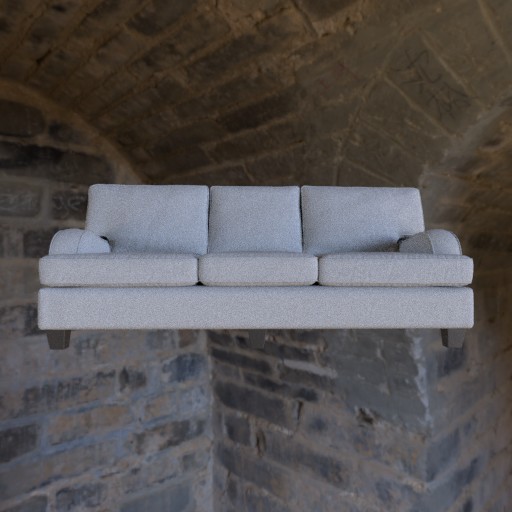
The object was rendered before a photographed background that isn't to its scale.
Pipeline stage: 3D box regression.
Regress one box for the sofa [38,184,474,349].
[{"bbox_3d":[0.000,0.000,2.803,2.323,0.997,1.016,0,-1,-1],"label":"sofa"}]
